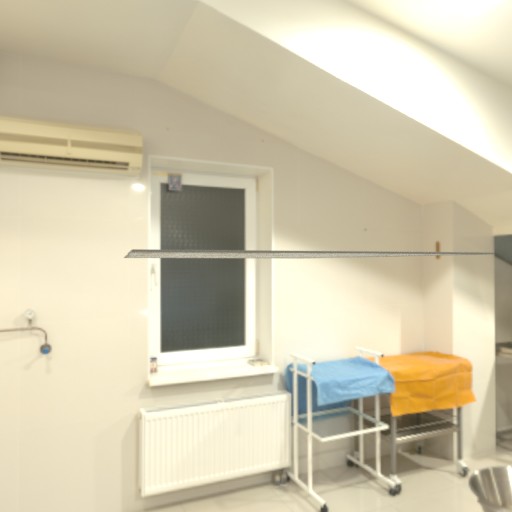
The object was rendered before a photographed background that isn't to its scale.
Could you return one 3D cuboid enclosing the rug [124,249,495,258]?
[{"bbox_3d":[0.000,0.000,4.238,2.393,0.013,3.307,0,-1,-17],"label":"rug"}]
